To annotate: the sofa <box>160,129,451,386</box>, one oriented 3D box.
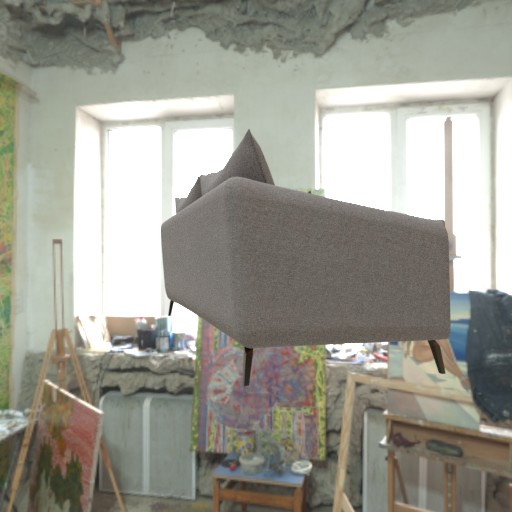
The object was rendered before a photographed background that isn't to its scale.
[{"bbox_3d":[0.000,0.000,2.370,0.809,0.833,2.022,0,-1,-19],"label":"sofa"}]
